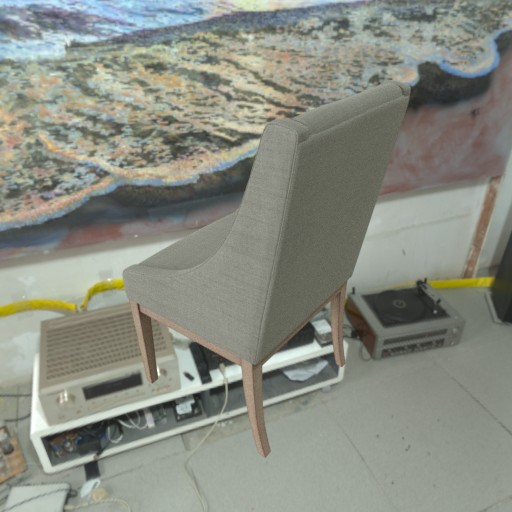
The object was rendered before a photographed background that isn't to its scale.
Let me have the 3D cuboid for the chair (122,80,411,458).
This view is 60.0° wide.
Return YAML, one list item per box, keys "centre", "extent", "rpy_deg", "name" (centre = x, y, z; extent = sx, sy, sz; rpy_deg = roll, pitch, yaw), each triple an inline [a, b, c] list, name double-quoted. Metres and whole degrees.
- centre: [0.000, 0.000, 1.375]
  extent: [0.611, 1.021, 0.575]
  rpy_deg: [23, 38, 32]
  name: "chair"
